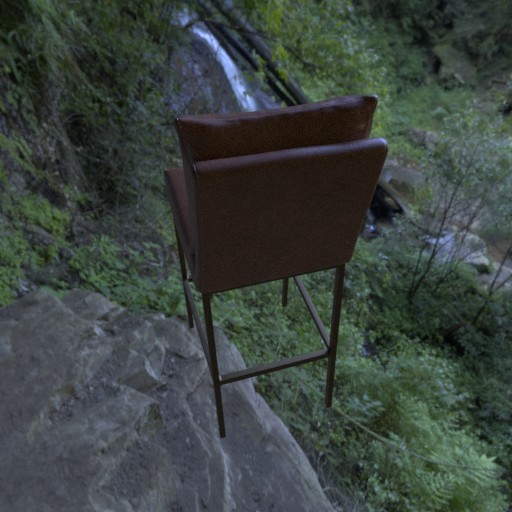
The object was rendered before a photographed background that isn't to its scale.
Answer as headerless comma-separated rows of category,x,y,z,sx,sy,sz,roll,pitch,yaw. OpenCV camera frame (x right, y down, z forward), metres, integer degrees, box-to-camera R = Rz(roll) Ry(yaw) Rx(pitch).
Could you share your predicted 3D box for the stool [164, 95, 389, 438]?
stool,0.000,0.000,1.410,0.463,1.124,0.571,-11,42,-13
